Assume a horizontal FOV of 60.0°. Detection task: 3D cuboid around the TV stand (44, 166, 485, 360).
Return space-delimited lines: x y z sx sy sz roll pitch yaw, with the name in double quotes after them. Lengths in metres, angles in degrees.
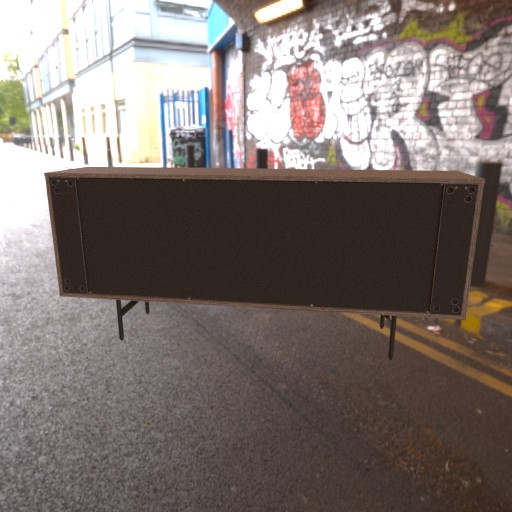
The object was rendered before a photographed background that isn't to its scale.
0.000 0.000 2.093 1.804 0.787 0.405 2 16 8 "TV stand"
